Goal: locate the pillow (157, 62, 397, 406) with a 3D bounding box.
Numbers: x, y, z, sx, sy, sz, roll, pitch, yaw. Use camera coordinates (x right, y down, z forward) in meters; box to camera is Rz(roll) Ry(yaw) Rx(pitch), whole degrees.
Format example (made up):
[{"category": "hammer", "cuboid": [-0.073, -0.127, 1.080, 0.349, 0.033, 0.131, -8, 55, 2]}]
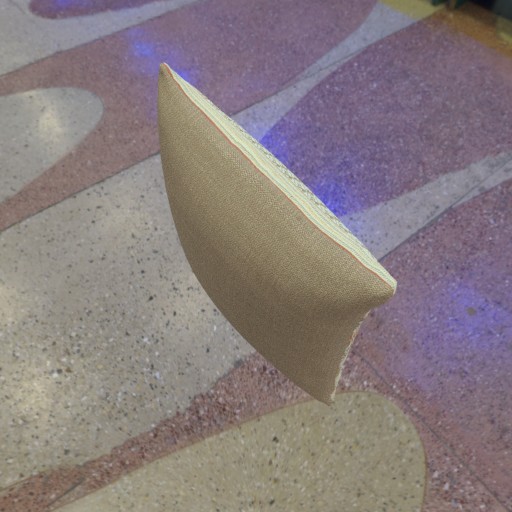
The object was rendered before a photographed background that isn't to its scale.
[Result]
[{"category": "pillow", "cuboid": [0.000, 0.000, 0.818, 0.215, 0.519, 0.521, -32, 63, -19]}]
